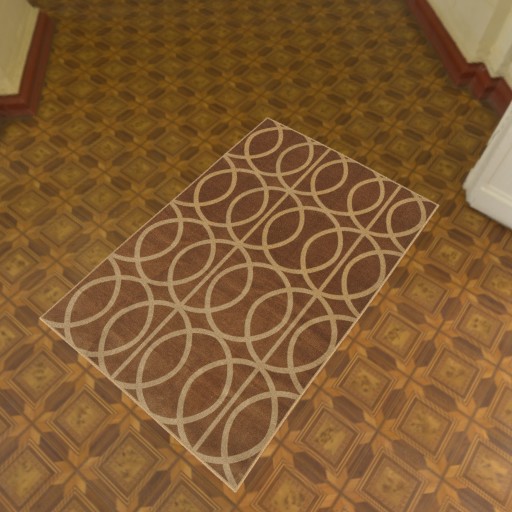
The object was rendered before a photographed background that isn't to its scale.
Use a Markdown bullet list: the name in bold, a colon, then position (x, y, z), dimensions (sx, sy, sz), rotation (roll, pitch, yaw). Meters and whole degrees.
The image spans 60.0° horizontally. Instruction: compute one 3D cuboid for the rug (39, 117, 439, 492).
- **rug**: position (0.000, 0.000, 2.899), dimensions (1.528, 0.014, 2.294), rotation (33, 63, 20)
